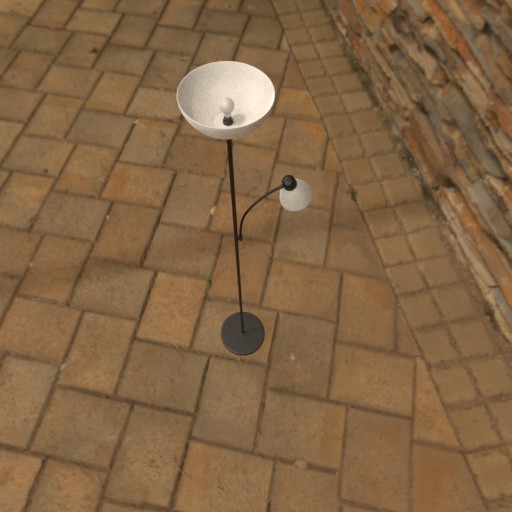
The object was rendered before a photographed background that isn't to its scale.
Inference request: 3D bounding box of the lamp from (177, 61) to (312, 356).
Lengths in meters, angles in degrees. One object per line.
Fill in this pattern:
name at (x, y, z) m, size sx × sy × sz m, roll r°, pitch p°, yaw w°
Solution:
lamp at (0.000, 0.000, 1.984) m, size 0.442 × 1.804 × 0.279 m, roll -15°, pitch 60°, yaw -9°
